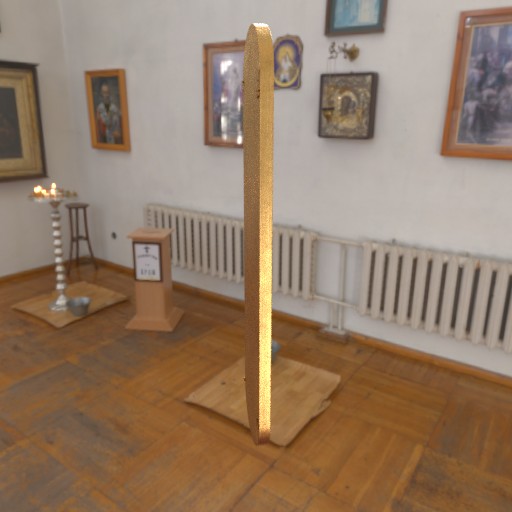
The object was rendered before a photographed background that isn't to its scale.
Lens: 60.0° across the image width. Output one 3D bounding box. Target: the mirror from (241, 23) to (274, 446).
[{"bbox_3d":[0.000,0.000,1.049,0.032,0.991,0.222,-3,16,-10],"label":"mirror"}]
